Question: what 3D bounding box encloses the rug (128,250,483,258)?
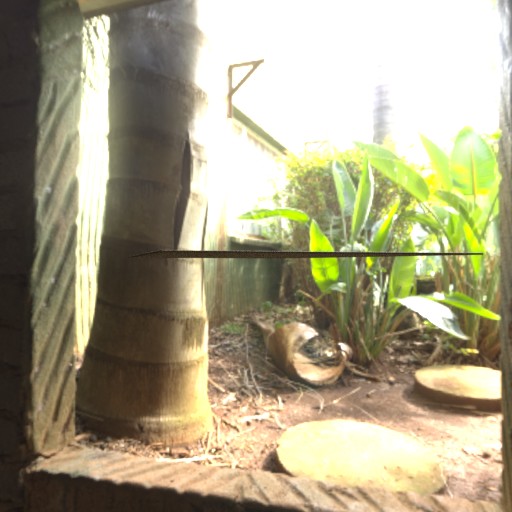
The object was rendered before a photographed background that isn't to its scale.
[{"bbox_3d":[0.000,0.000,2.379,1.236,0.009,1.839,0,-1,-19],"label":"rug"}]
